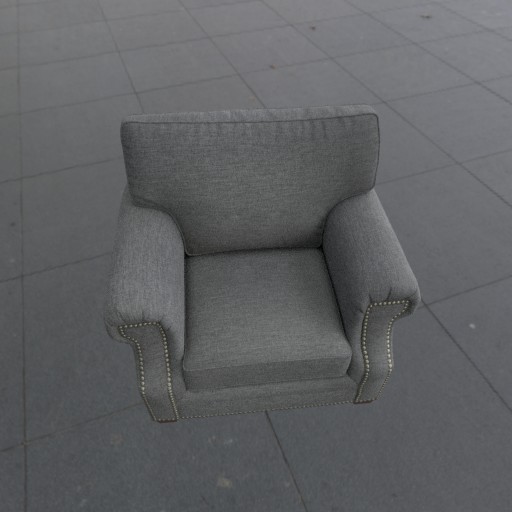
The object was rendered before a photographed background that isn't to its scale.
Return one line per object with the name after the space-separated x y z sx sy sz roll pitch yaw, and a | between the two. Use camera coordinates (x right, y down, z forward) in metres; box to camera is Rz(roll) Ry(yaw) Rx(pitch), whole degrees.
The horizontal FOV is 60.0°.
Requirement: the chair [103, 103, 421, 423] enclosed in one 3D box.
0.000 0.000 1.798 1.092 0.961 0.965 -4 46 -4 | chair
